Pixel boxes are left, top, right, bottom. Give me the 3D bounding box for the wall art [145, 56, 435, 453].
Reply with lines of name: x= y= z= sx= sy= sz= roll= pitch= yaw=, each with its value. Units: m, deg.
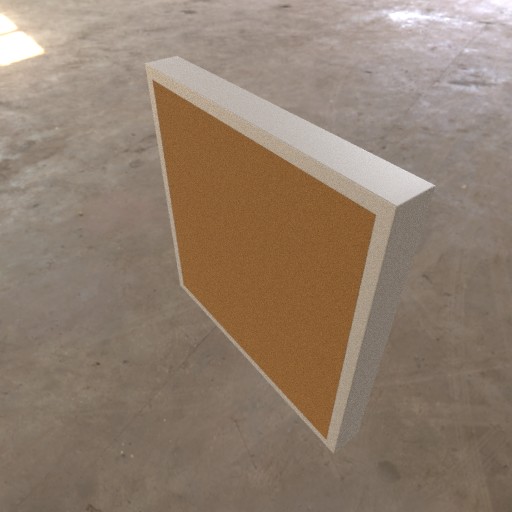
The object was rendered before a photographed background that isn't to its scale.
wall art: x=0.000 y=0.000 z=0.448 sx=0.037 sy=0.305 sz=0.305 roll=-27 pitch=48 yaw=-27
